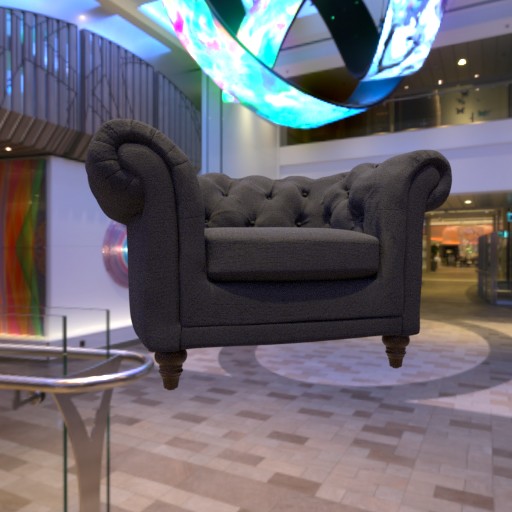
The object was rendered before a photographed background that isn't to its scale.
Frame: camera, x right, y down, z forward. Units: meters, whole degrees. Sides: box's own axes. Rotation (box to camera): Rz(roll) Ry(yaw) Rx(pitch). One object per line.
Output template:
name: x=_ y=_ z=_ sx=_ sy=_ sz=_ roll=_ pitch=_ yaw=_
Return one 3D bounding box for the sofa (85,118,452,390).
sofa: x=0.000 y=0.000 z=1.990 sx=1.405 sy=0.878 sz=1.032 roll=0 pitch=0 yaw=-19
